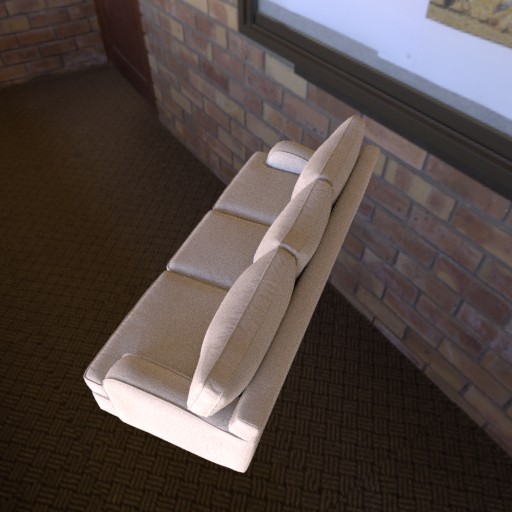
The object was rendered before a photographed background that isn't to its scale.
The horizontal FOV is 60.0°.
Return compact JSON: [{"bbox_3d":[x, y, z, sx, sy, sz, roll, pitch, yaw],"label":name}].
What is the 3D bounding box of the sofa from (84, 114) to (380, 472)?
[{"bbox_3d":[0.000,0.000,2.872,1.016,0.991,2.323,17,49,16],"label":"sofa"}]
